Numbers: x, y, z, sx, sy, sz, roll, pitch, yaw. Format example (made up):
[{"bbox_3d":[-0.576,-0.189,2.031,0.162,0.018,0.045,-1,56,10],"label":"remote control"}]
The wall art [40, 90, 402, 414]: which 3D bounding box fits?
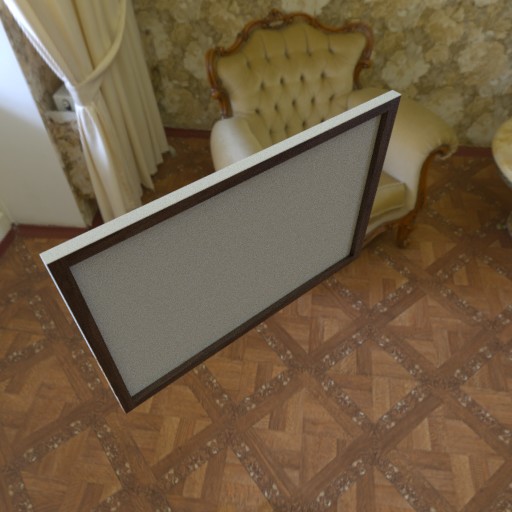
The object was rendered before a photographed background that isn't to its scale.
[{"bbox_3d":[0.000,0.000,1.929,1.520,1.016,0.051,-30,55,-25],"label":"wall art"}]
